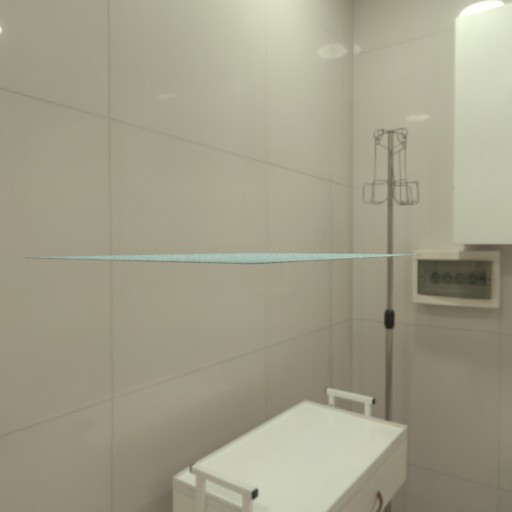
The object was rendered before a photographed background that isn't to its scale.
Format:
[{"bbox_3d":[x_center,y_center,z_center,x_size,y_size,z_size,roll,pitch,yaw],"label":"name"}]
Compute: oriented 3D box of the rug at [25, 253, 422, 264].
[{"bbox_3d":[0.000,0.000,3.768,1.982,0.006,2.895,1,1,35],"label":"rug"}]
